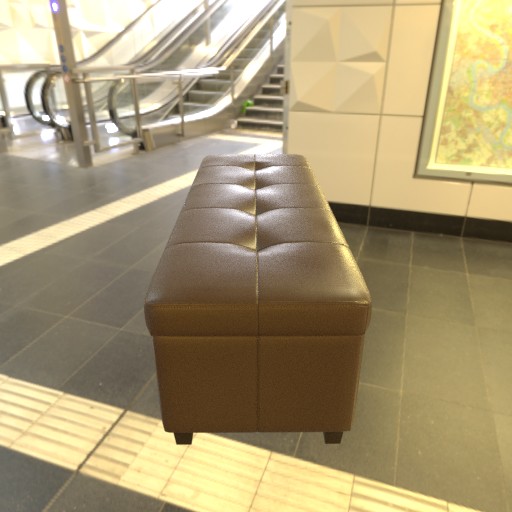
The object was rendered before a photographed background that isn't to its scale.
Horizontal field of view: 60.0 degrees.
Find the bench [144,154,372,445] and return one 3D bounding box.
[{"bbox_3d":[0.000,0.000,1.449,0.450,0.417,1.219,0,26,0],"label":"bench"}]
